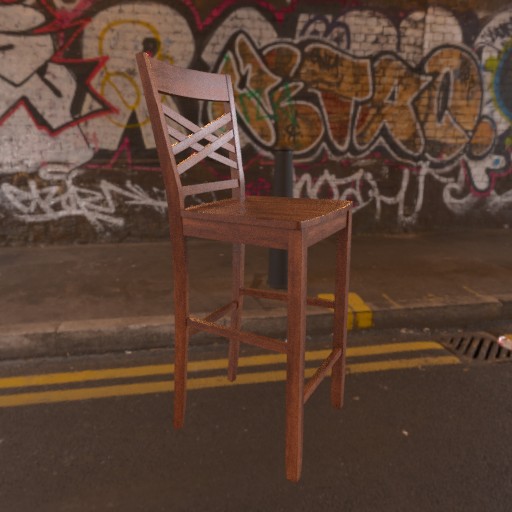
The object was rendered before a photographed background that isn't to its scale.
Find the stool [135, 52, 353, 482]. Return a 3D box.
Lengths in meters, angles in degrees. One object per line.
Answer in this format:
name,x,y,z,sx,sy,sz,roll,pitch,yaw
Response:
stool,0.000,0.000,1.335,0.487,1.105,0.433,8,16,27
